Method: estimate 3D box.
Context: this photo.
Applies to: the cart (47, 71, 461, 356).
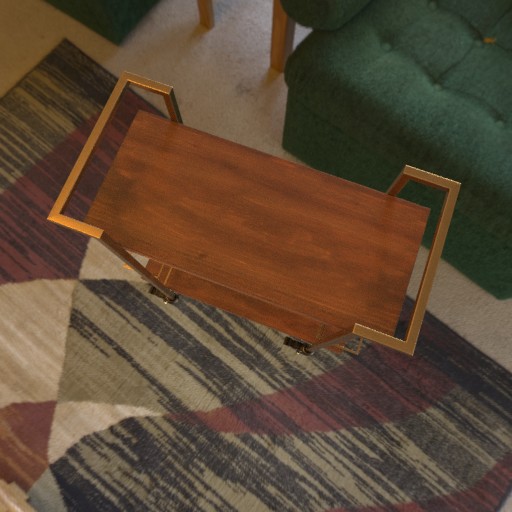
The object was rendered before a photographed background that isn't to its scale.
[{"bbox_3d":[0.000,0.000,1.198,0.695,0.807,0.364,20,77,5],"label":"cart"}]
